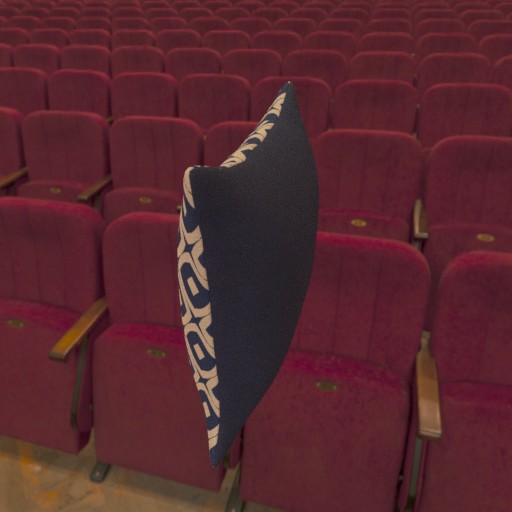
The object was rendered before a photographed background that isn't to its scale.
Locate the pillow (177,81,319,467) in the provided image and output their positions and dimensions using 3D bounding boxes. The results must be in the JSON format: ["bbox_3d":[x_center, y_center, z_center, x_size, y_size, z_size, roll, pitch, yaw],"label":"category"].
[{"bbox_3d":[0.000,0.000,0.772,0.188,0.494,0.504,8,32,13],"label":"pillow"}]
